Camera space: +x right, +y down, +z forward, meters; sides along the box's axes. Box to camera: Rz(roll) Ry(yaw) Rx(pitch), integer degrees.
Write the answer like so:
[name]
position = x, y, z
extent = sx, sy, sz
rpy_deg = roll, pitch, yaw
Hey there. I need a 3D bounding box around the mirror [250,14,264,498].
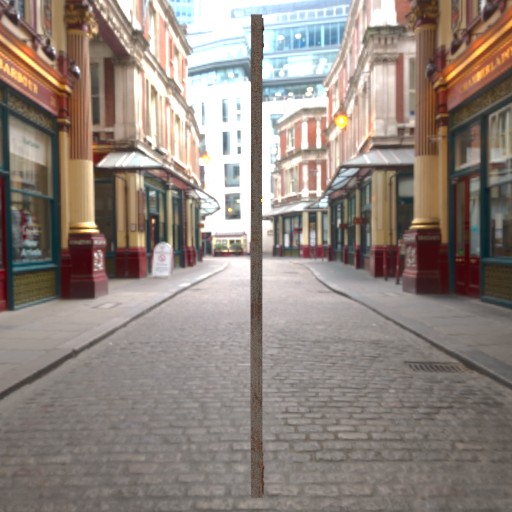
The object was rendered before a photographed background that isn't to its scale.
[mirror]
position = 0.000, 0.000, 1.081
extent = 0.027, 0.922, 0.472
rpy_deg = 0, 1, -1
